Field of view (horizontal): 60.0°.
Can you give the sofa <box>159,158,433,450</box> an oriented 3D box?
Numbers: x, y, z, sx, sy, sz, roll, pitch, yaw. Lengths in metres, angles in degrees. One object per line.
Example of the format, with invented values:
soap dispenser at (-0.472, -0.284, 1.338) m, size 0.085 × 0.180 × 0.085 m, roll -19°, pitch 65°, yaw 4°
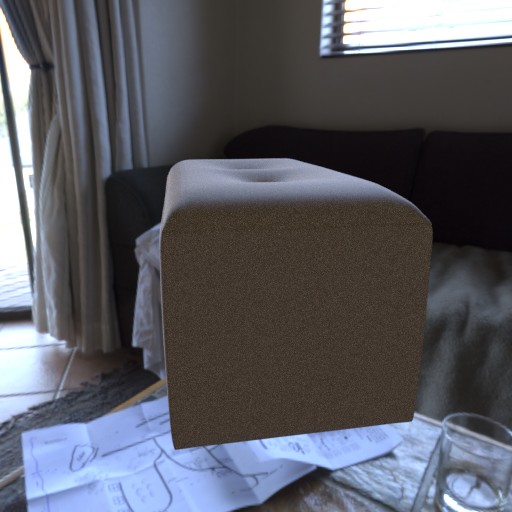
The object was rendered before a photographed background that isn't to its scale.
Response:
sofa at (0.000, 0.000, 1.195) m, size 0.480 × 0.470 × 0.930 m, roll -3°, pitch 17°, yaw -10°
